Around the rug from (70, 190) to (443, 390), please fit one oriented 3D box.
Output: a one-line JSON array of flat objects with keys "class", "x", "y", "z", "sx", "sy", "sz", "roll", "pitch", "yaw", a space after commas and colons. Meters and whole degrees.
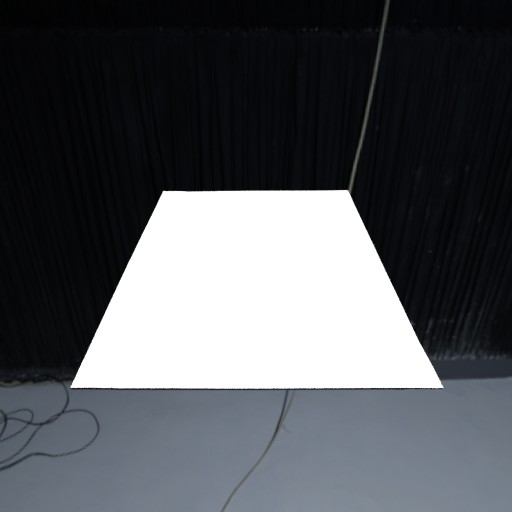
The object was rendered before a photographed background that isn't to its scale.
[{"class": "rug", "x": 0.000, "y": 0.000, "z": 3.635, "sx": 2.032, "sy": 0.038, "sz": 2.869, "roll": 0, "pitch": 30, "yaw": 0}]
